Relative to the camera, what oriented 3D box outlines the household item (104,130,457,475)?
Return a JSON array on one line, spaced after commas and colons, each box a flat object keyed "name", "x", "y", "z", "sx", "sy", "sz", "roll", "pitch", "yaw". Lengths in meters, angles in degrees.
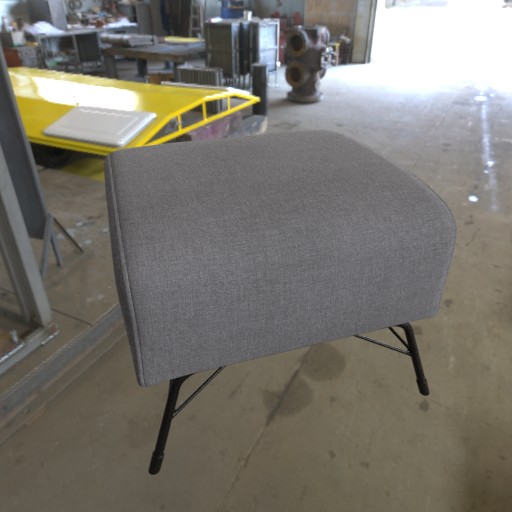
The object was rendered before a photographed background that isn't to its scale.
[{"name": "household item", "x": 0.000, "y": 0.000, "z": 0.880, "sx": 0.530, "sy": 0.410, "sz": 0.530, "roll": -10, "pitch": 33, "yaw": -15}]
